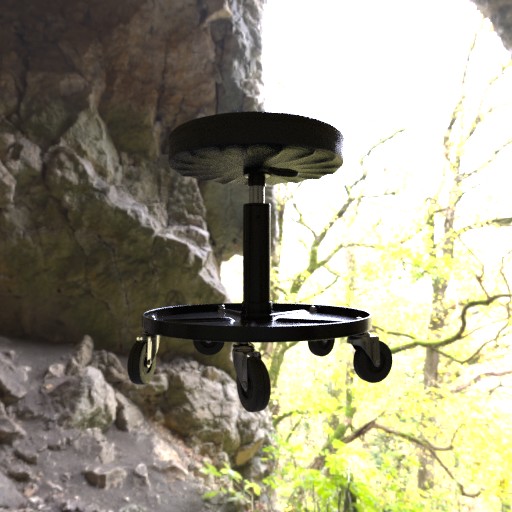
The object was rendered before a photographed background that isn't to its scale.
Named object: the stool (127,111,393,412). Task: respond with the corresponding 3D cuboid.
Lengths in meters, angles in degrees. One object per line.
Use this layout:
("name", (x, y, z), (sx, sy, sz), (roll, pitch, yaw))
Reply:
("stool", (0.000, 0.000, 0.684), (0.381, 0.365, 0.382), (0, -2, -18))
